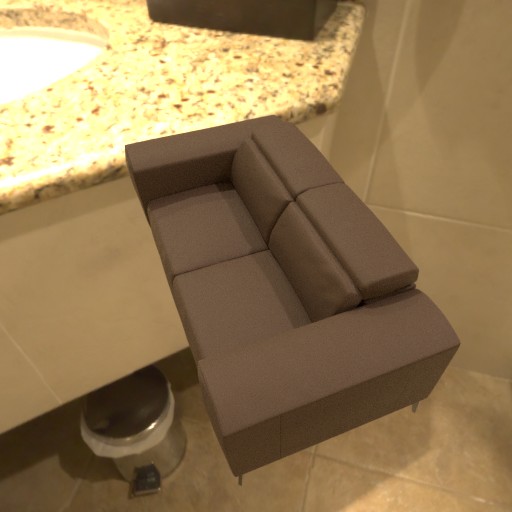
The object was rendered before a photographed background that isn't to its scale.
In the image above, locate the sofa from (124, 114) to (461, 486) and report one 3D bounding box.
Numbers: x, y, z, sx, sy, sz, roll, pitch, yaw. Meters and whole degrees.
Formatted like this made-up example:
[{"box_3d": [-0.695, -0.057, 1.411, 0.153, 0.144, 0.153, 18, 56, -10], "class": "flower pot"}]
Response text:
[{"box_3d": [0.000, 0.000, 2.352, 1.003, 0.779, 1.895, -16, 49, -14], "class": "sofa"}]
